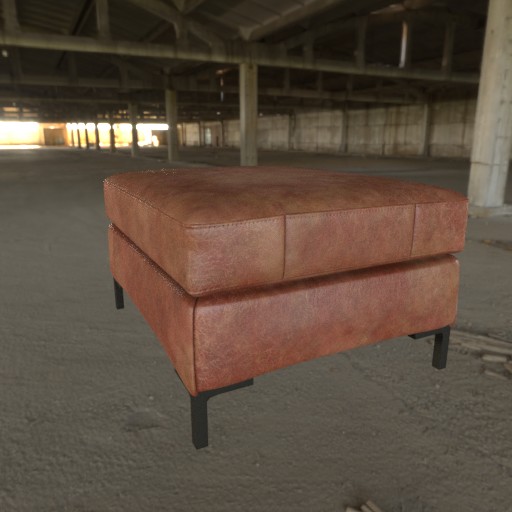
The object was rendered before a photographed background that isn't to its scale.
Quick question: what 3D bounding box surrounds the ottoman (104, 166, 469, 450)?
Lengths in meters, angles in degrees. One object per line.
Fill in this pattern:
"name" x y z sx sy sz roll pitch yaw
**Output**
"ottoman" 0.000 0.000 1.766 0.965 0.667 1.186 -8 17 -26
